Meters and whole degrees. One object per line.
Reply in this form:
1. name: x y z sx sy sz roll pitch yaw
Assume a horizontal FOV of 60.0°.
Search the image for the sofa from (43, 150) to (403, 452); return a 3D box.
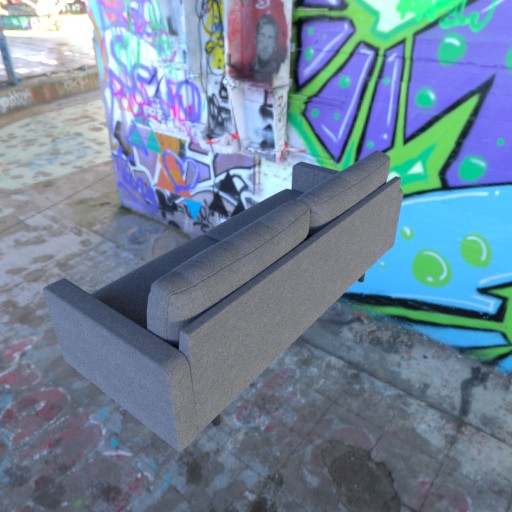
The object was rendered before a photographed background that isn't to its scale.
1. sofa: 0.000 0.000 2.571 0.880 0.880 2.100 22 38 32
